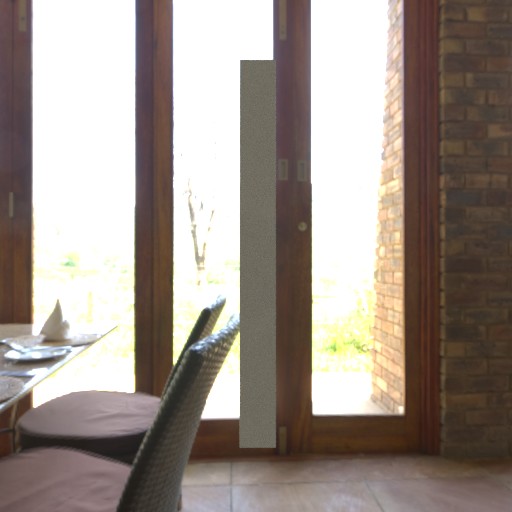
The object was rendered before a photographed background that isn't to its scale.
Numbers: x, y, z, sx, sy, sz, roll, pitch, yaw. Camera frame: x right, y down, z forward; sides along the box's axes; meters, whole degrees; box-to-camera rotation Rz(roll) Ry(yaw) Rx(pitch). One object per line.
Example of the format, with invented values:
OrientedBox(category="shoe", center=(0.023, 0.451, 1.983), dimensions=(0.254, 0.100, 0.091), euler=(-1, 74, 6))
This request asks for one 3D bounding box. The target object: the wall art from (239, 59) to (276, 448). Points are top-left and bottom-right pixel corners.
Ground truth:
OrientedBox(category="wall art", center=(0.000, 0.000, 0.769), dimensions=(0.038, 0.407, 0.609), euler=(0, -1, 0))
